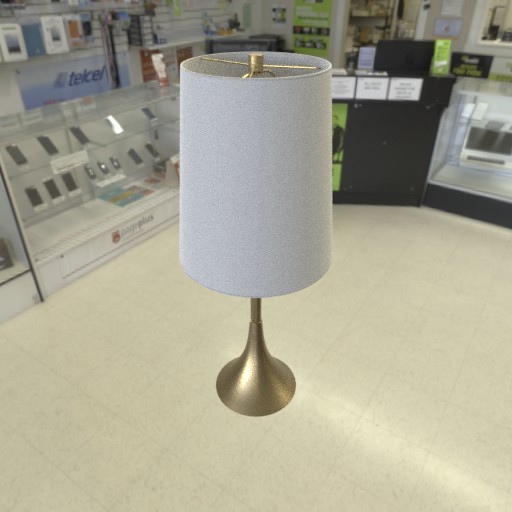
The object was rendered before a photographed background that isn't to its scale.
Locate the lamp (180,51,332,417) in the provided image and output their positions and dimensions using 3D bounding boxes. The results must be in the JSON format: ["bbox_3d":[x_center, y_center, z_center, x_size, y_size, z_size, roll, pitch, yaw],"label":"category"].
[{"bbox_3d":[0.000,0.000,0.680,0.231,0.569,0.231,0,33,0],"label":"lamp"}]
